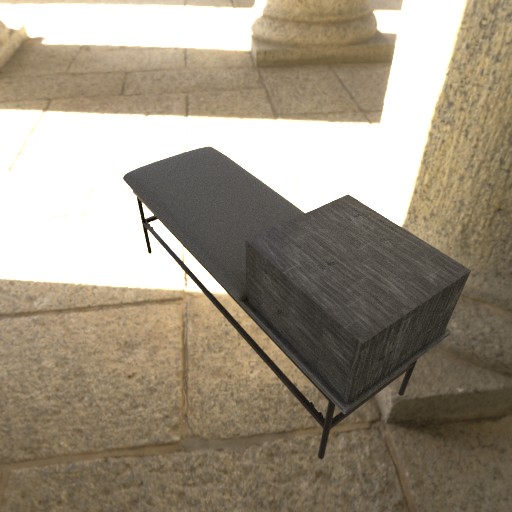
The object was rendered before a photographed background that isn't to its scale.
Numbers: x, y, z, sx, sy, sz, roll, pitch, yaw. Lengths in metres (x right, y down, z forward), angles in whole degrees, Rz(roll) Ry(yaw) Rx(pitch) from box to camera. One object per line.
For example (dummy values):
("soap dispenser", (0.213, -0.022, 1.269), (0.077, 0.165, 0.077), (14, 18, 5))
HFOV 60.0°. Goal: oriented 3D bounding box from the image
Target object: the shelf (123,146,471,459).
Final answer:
("shelf", (0.000, 0.000, 1.652), (0.457, 0.633, 1.342), (-26, 47, -26))
